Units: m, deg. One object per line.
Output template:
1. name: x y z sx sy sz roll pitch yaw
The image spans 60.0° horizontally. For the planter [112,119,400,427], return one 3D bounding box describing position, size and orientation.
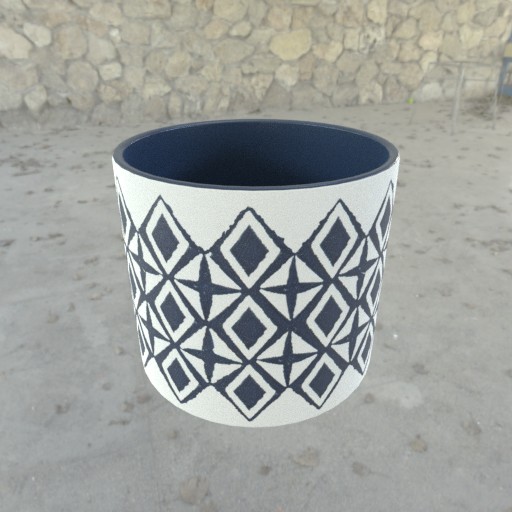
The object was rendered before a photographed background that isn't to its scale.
1. planter: 0.000 0.000 0.402 0.224 0.203 0.224 0 27 0
